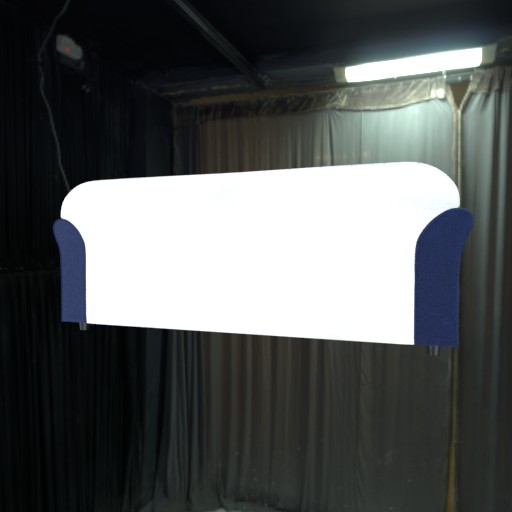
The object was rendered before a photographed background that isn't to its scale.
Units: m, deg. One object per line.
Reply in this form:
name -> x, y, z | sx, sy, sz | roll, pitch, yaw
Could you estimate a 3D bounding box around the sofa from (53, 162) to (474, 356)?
sofa -> 0.000, 0.000, 2.362 | 2.006, 0.789, 0.749 | 0, 1, 19
